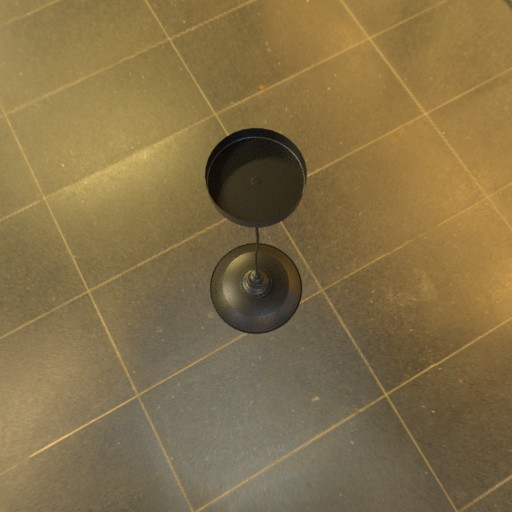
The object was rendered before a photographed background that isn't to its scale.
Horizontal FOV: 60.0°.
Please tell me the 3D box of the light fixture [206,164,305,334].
[{"bbox_3d":[0.000,0.000,1.157,0.331,0.993,0.331,40,79,10],"label":"light fixture"}]
